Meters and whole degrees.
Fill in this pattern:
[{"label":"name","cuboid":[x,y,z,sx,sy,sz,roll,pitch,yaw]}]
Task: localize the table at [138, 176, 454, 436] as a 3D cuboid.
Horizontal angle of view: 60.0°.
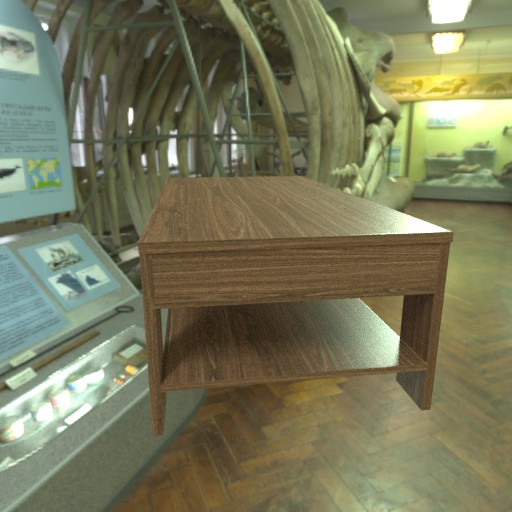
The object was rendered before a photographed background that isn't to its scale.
[{"label":"table","cuboid":[0.000,0.000,1.446,0.600,0.400,1.200,-2,16,-8]}]
